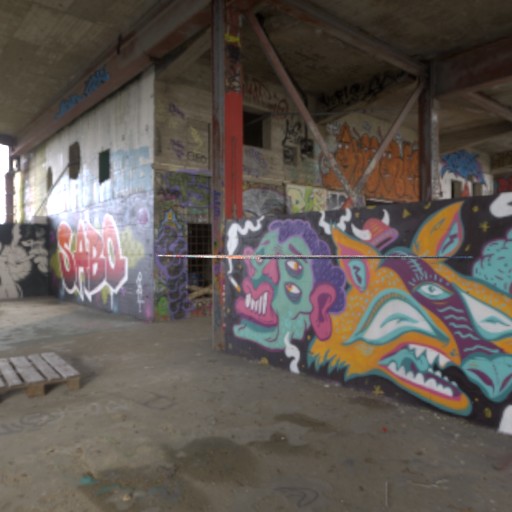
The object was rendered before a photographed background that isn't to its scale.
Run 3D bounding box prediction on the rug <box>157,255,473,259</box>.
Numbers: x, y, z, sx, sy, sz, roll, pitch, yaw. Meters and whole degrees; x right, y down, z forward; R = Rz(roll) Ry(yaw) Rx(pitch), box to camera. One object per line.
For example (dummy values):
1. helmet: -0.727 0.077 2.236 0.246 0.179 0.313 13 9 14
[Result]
1. rug: 0.000 0.000 2.575 0.832 0.008 2.362 0 0 -20
